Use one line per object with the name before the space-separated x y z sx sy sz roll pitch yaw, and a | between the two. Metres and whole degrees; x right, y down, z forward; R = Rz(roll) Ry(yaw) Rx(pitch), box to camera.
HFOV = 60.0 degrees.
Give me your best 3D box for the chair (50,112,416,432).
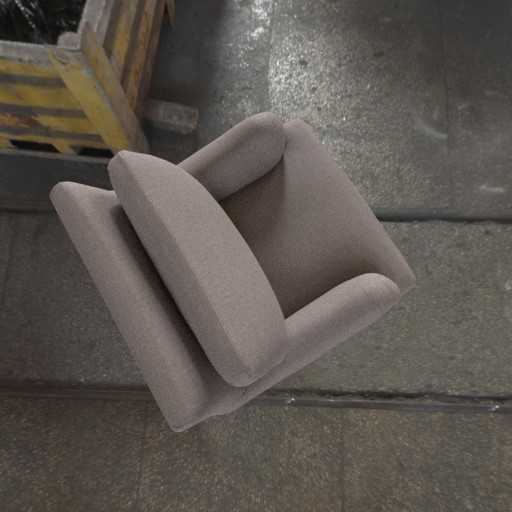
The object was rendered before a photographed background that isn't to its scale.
chair | 0.000 0.000 1.857 1.070 1.038 0.955 -31 77 -8
